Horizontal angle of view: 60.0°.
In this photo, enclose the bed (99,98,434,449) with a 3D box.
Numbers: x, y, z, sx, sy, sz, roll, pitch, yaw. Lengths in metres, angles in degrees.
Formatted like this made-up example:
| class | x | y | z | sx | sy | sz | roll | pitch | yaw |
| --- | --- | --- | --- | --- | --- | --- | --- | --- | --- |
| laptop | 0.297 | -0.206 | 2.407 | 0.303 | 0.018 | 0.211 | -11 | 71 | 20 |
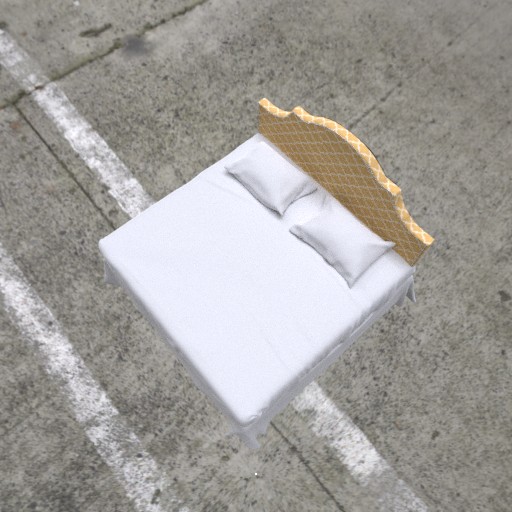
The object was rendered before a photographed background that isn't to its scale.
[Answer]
| class | x | y | z | sx | sy | sz | roll | pitch | yaw |
| --- | --- | --- | --- | --- | --- | --- | --- | --- | --- |
| bed | 0.000 | 0.000 | 3.803 | 2.222 | 1.601 | 2.314 | -38 | 70 | -17 |
